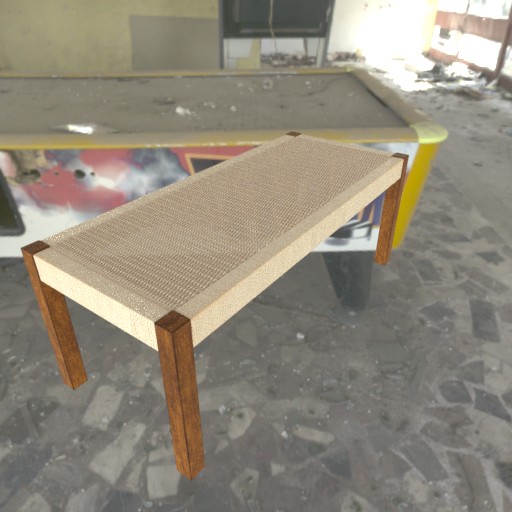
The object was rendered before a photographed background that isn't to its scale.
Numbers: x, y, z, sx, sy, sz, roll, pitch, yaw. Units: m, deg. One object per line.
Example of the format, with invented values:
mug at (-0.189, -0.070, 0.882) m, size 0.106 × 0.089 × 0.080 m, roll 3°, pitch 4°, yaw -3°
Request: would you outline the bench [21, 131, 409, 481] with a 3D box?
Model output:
bench at (0.000, 0.000, 1.453) m, size 0.507 × 0.457 × 1.198 m, roll 21°, pitch 37°, yaw 30°
